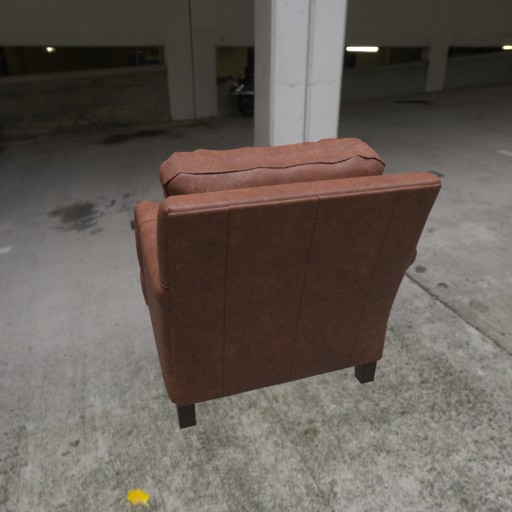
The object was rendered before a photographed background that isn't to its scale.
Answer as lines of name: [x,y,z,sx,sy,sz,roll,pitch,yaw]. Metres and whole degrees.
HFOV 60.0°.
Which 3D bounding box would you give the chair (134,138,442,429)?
chair: [0.000,0.000,1.965,0.986,1.055,1.158,-8,27,-17]
